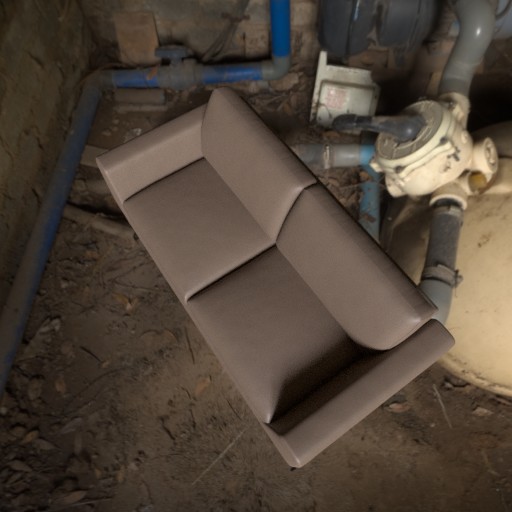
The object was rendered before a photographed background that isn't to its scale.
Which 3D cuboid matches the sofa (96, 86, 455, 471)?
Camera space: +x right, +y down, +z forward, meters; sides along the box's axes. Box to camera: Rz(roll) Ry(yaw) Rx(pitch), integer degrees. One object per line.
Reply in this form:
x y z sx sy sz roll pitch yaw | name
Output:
0.000 0.000 2.502 0.953 0.875 2.017 -32 68 -15 | sofa
